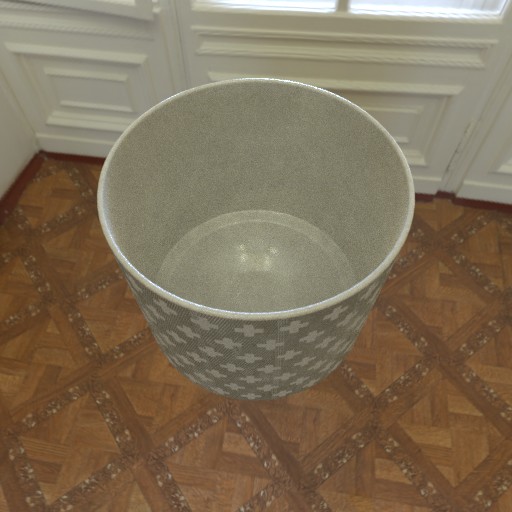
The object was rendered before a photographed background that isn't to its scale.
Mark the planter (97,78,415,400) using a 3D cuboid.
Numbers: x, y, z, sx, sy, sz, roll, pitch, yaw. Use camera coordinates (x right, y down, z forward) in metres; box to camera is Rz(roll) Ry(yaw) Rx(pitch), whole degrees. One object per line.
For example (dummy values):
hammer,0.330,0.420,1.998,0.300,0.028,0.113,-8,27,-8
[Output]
planter,0.000,0.000,0.345,0.190,0.181,0.190,0,57,0
